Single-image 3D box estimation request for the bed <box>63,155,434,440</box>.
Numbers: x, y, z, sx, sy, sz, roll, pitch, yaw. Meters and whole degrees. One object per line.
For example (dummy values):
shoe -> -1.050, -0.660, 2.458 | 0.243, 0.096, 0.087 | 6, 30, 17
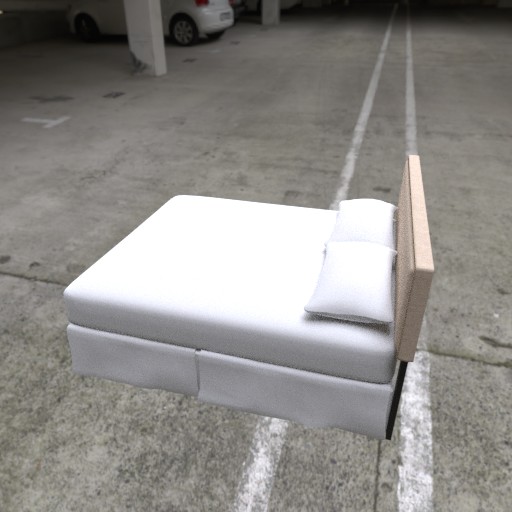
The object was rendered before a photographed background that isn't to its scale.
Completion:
bed -> 0.000, 0.000, 2.840 | 1.876, 1.016, 1.616 | 8, 30, 14
